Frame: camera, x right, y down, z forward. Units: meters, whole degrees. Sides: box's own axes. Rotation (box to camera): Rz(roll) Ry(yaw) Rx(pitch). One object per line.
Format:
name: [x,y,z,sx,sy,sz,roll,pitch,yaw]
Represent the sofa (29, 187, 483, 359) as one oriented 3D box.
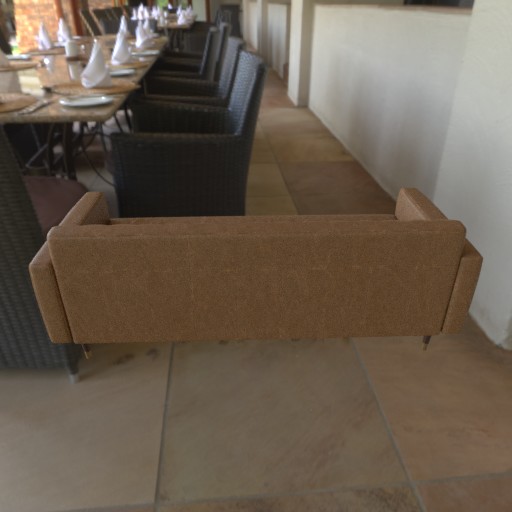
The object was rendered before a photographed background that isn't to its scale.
sofa: [0.000,0.000,2.691,2.291,0.821,0.990,-1,30,-2]
